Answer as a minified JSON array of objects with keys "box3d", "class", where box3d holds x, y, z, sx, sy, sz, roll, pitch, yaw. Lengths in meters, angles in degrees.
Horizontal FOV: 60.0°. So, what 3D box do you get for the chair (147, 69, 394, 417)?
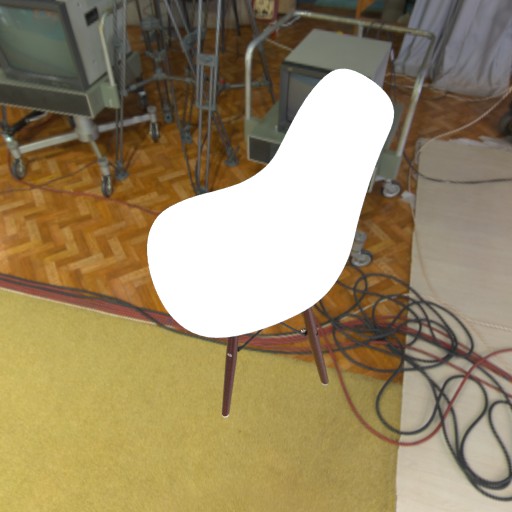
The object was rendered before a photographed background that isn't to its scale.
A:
[{"box3d":[0.000,0.000,1.144,0.533,0.826,0.470,-17,50,-15],"class":"chair"}]
